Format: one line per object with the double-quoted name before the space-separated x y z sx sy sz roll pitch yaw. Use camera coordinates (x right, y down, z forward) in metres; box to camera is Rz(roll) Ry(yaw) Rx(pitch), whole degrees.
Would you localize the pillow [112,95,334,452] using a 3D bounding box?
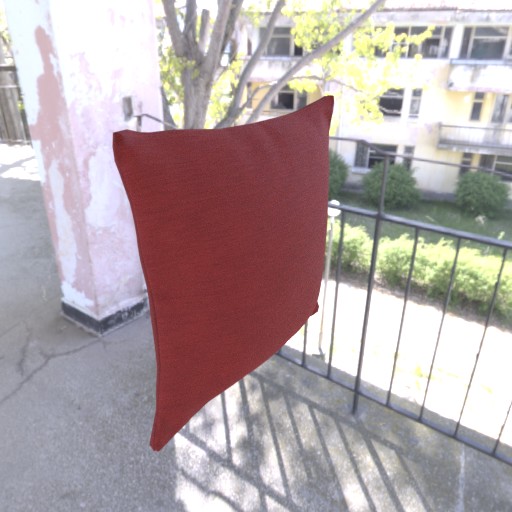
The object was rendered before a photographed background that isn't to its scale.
"pillow" 0.000 0.000 0.651 0.151 0.416 0.435 18 30 33
